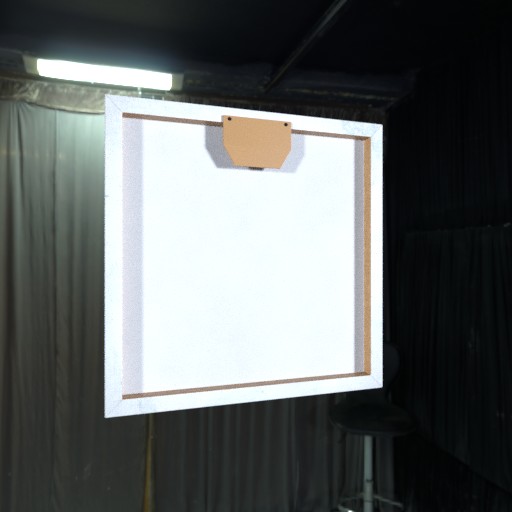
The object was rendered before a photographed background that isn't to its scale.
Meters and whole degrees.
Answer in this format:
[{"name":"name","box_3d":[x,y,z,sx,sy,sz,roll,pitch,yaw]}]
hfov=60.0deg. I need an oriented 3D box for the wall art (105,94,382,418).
[{"name":"wall art","box_3d":[0.000,0.000,0.937,0.605,0.605,0.044,0,0,-19]}]
